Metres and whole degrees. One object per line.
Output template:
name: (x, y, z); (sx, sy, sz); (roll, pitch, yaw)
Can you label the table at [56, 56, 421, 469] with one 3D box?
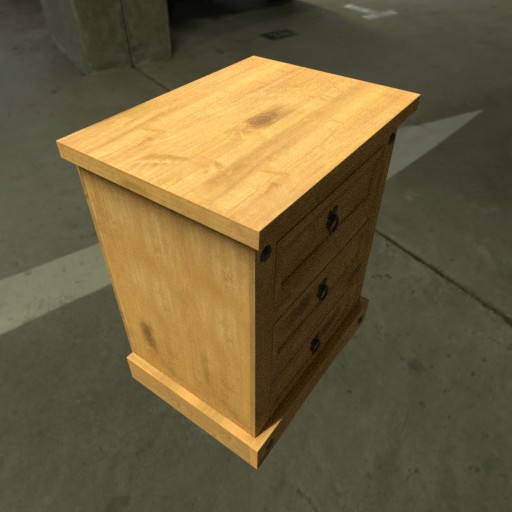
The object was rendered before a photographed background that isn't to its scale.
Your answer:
table: (0.000, 0.000, 1.234); (0.500, 0.813, 0.660); (26, 47, 26)
